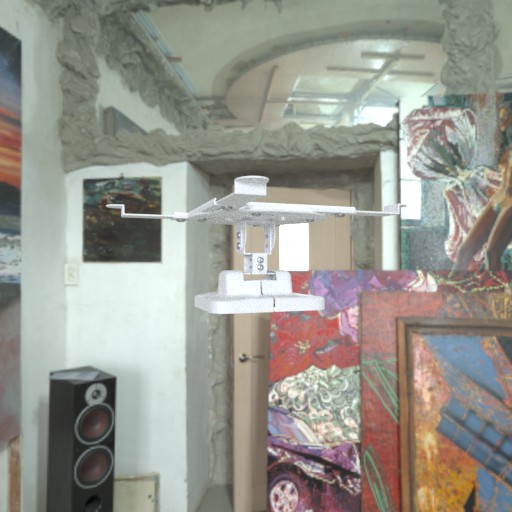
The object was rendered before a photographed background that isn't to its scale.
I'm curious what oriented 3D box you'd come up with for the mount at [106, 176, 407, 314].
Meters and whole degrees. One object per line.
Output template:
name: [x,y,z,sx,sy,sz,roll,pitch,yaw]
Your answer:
mount: [0.000,0.000,0.618,0.394,0.141,0.394,0,-1,-20]
